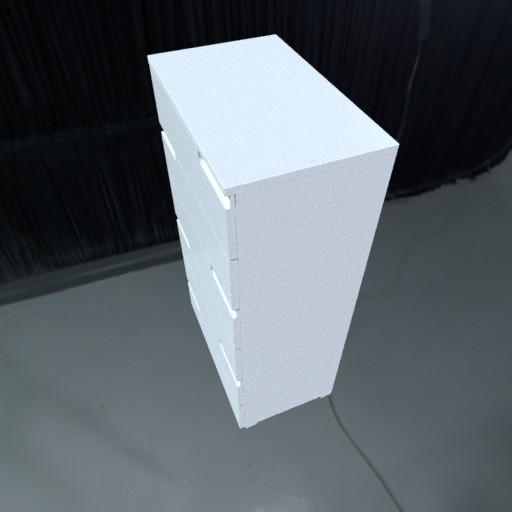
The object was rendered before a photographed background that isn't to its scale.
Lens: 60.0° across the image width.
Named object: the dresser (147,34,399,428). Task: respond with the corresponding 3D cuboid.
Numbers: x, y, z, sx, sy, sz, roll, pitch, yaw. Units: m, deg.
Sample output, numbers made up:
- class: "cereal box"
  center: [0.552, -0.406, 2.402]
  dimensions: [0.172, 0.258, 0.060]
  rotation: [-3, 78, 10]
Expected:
- class: "dresser"
  center: [0.000, 0.000, 1.541]
  dimensions: [0.400, 1.190, 0.650]
  rotation: [-17, 49, -15]
